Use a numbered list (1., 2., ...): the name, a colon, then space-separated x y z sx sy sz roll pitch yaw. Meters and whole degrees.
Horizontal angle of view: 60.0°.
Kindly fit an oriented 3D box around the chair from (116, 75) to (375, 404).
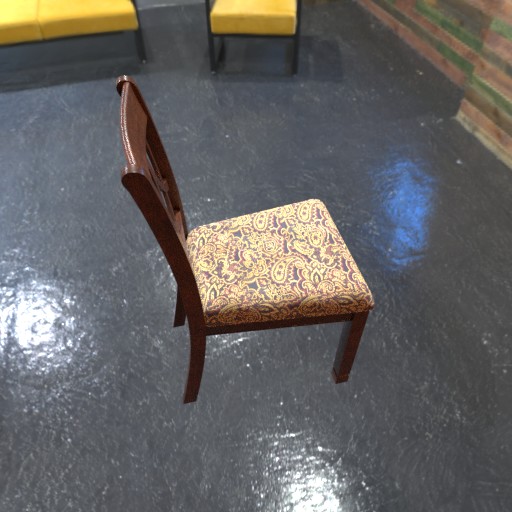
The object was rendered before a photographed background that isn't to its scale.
1. chair: 0.000 0.000 1.299 0.584 0.965 0.457 -10 48 -9
